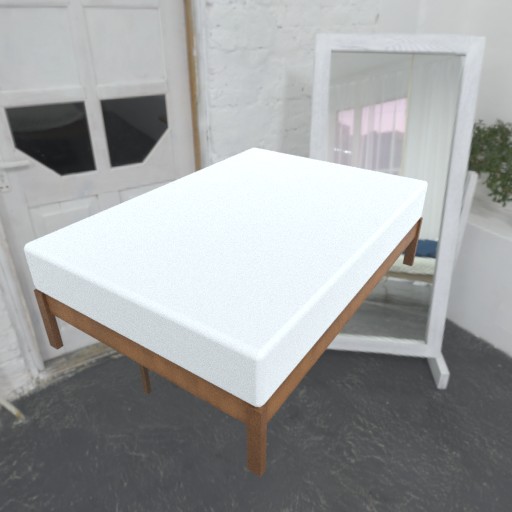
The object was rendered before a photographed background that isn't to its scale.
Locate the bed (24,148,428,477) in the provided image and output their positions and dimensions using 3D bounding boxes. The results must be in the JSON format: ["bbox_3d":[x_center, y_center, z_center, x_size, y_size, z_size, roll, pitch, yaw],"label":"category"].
[{"bbox_3d":[0.000,0.000,2.576,1.348,0.616,1.927,19,35,29],"label":"bed"}]
